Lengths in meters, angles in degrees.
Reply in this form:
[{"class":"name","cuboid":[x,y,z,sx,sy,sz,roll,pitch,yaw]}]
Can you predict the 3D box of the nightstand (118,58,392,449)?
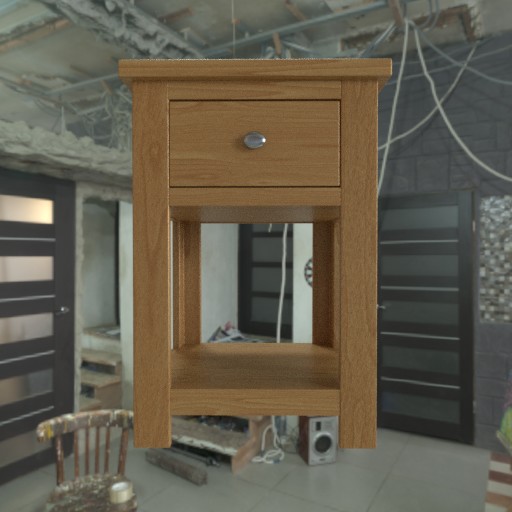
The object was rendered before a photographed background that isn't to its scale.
[{"class":"nightstand","cuboid":[0.000,0.000,0.898,0.428,0.614,0.418,0,0,1]}]
